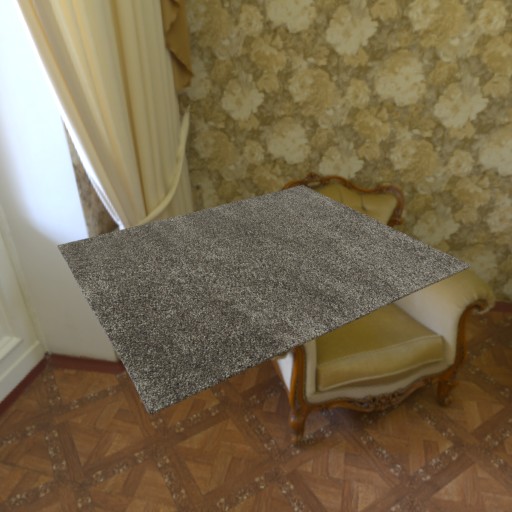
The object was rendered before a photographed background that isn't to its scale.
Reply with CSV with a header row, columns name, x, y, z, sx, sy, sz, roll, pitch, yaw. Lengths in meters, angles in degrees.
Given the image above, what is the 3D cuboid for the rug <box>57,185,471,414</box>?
name,x,y,z,sx,sy,sz,roll,pitch,yaw
rug,0.000,0.000,4.095,3.000,0.025,2.401,-18,34,-28
